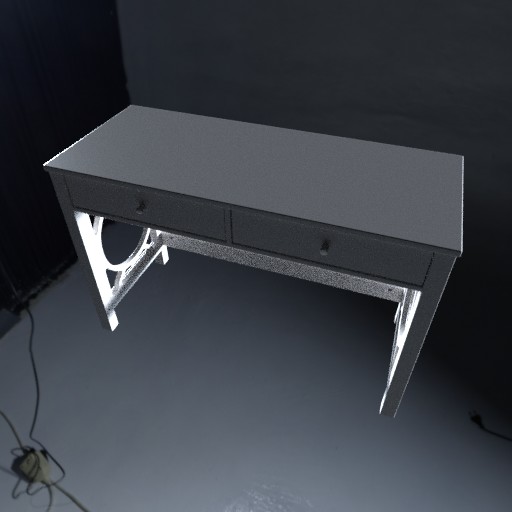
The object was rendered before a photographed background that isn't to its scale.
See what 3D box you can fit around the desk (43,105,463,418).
[{"bbox_3d":[0.000,0.000,1.601,1.191,0.762,0.504,13,42,15],"label":"desk"}]
